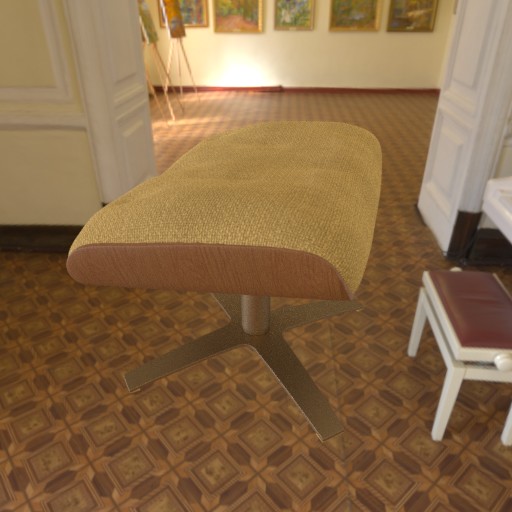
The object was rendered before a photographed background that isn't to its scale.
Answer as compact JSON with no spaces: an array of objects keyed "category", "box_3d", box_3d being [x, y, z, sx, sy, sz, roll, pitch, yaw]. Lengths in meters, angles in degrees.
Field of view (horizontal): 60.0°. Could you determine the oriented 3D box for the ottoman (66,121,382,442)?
[{"category":"ottoman","box_3d":[0.000,0.000,0.790,0.394,0.391,0.520,9,31,15]}]
